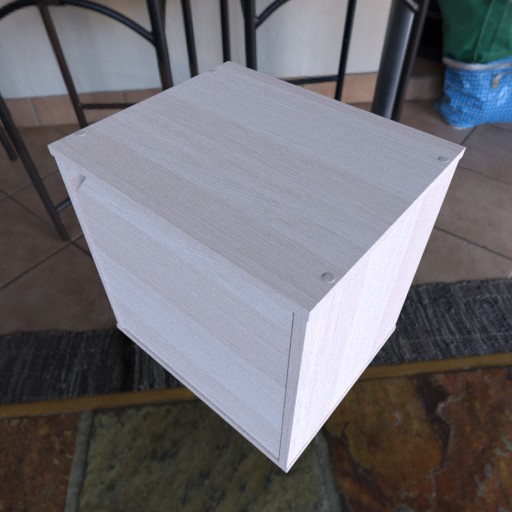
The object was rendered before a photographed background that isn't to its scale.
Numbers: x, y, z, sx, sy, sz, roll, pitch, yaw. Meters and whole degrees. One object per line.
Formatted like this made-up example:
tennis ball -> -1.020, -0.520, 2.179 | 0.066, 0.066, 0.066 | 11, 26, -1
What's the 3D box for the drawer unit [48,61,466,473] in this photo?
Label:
drawer unit -> 0.000, 0.000, 0.604 | 0.349, 0.344, 0.290 | 31, 54, 27
